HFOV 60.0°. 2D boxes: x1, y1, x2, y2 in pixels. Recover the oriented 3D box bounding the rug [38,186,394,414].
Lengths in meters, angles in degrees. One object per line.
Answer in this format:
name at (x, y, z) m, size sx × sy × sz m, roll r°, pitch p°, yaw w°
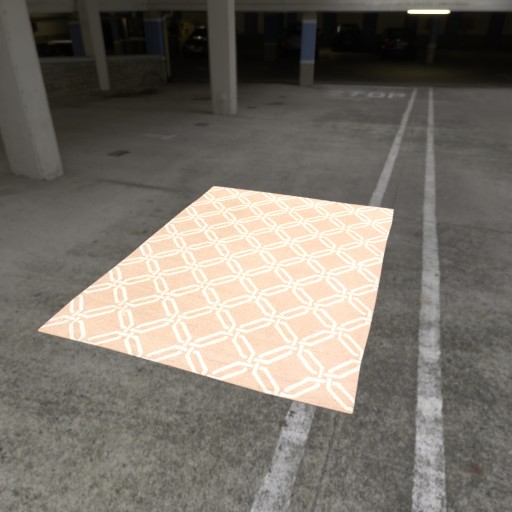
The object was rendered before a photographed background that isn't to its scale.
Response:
rug at (0.000, 0.000, 4.448) m, size 2.452 × 0.020 × 3.365 m, roll 10°, pitch 31°, yaw 17°
